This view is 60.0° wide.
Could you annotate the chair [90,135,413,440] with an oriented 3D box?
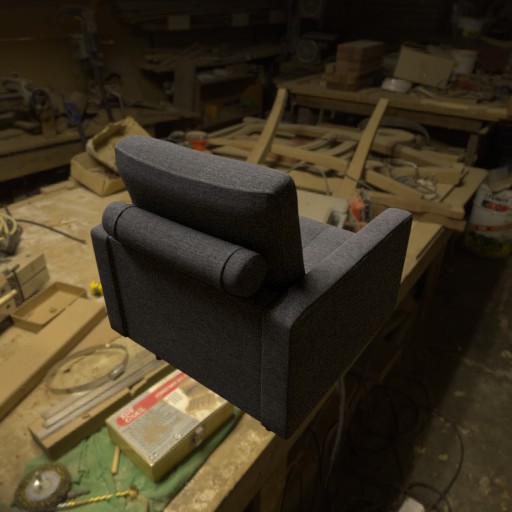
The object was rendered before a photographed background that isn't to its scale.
[{"bbox_3d":[0.000,0.000,1.578,0.821,0.880,0.843,22,37,32],"label":"chair"}]
